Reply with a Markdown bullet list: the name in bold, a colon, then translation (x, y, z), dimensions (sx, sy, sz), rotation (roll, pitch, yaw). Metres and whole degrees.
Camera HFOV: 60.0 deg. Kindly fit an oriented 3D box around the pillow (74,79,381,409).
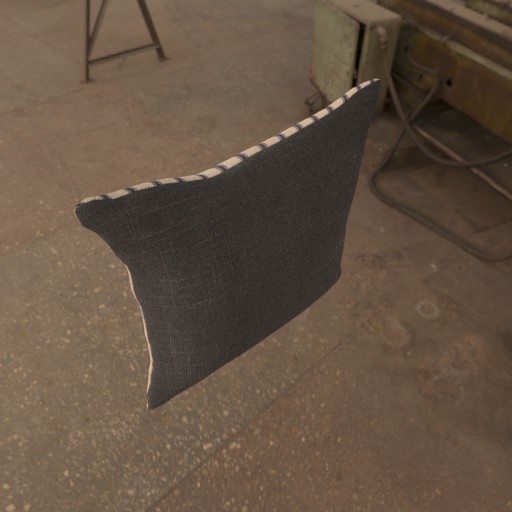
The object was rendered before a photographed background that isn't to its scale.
- **pillow**: translation (0.000, 0.000, 0.692), dimensions (0.468, 0.444, 0.138), rotation (-31, 53, -26)
